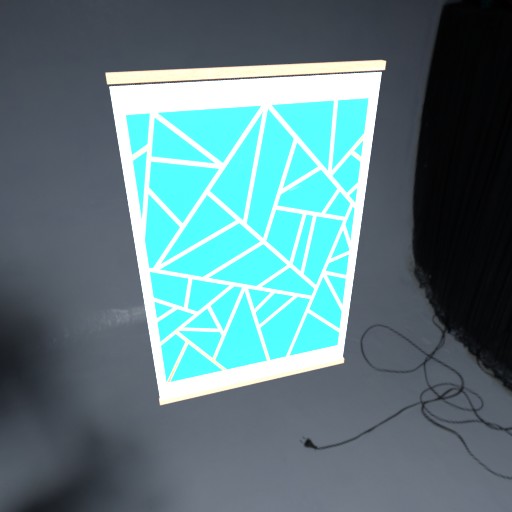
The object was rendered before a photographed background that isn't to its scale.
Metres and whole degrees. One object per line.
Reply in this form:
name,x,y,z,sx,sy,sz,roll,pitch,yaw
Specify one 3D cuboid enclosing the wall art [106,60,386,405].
wall art,0.000,0.000,1.914,0.990,1.519,0.030,-9,32,-14
